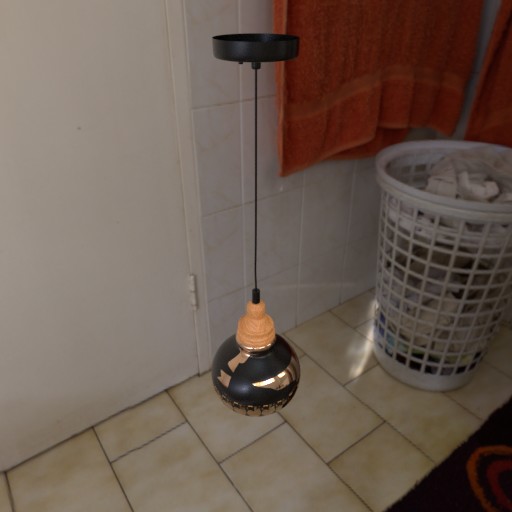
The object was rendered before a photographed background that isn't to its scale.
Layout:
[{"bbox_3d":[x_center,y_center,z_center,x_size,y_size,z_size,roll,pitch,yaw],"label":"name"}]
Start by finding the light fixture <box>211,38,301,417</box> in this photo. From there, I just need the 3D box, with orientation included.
[{"bbox_3d":[0.000,0.000,1.808,0.430,1.606,0.430,-19,36,-29],"label":"light fixture"}]
